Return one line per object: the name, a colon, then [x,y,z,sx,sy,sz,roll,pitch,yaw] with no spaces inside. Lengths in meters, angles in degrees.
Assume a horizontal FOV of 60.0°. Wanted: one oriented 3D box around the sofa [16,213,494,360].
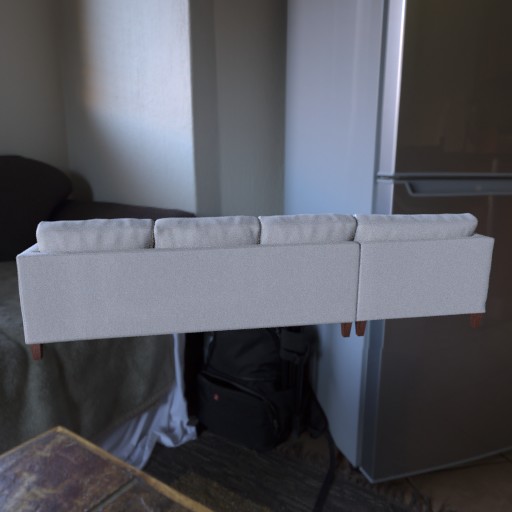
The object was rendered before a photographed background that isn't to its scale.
sofa: [0.000,0.000,3.705,3.186,0.861,1.625,-2,14,-10]
